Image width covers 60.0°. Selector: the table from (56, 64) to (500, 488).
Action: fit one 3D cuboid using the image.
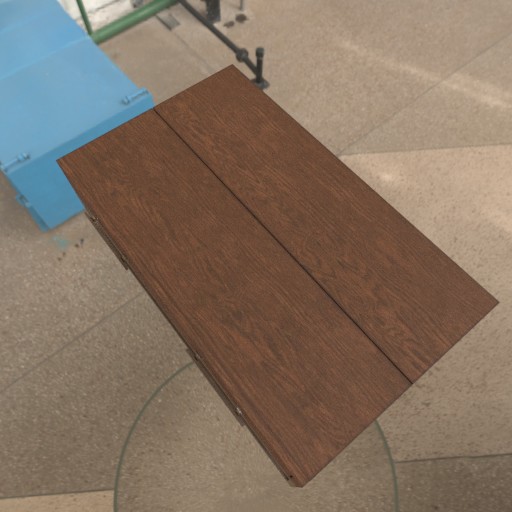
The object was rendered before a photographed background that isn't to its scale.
[{"bbox_3d":[0.000,0.000,1.437,0.719,0.361,1.167,-36,68,-17],"label":"table"}]
